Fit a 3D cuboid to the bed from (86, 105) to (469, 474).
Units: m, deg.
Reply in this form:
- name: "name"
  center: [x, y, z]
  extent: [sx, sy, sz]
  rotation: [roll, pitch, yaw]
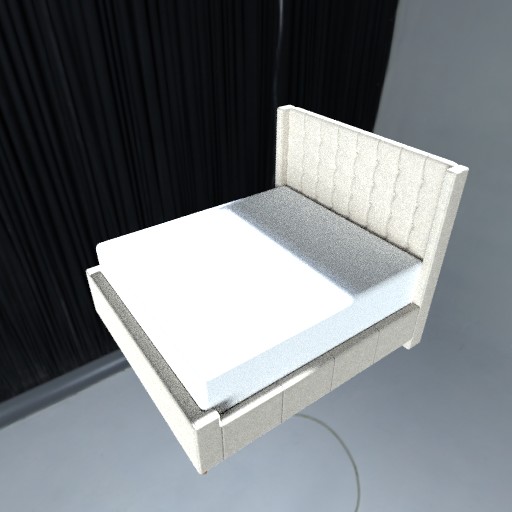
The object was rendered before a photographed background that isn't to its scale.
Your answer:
- name: "bed"
  center: [0.000, 0.000, 3.785]
  extent: [2.370, 1.743, 2.045]
  rotation: [-22, 39, -29]
